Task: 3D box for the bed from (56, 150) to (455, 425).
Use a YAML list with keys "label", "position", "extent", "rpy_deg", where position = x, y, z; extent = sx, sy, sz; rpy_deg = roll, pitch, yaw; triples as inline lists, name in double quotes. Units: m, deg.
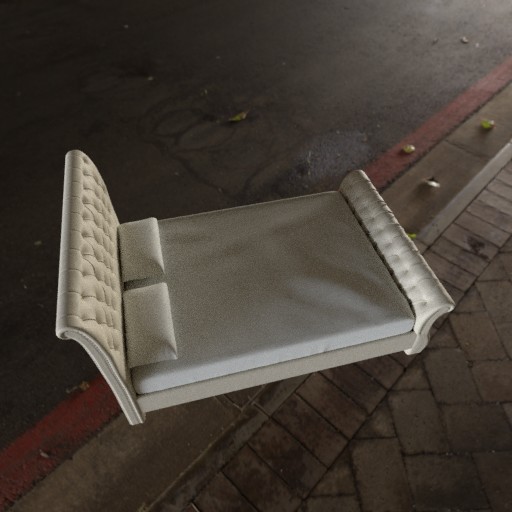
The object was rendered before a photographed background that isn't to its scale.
- label: "bed"
  position: [0.000, 0.000, 3.394]
  extent: [2.493, 1.268, 1.606]
  rpy_deg: [-11, 48, -10]
